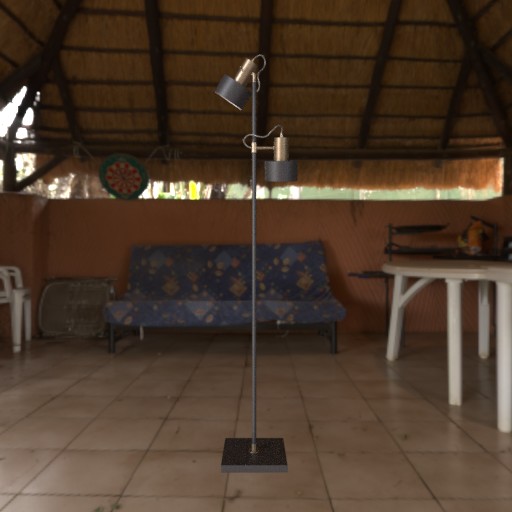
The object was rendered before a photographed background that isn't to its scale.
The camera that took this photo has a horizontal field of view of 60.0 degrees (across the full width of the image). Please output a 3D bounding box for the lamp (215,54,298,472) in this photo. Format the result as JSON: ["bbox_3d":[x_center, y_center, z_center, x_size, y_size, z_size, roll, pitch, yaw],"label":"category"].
[{"bbox_3d":[0.000,0.000,1.655,0.315,1.505,0.233,0,0,0],"label":"lamp"}]
